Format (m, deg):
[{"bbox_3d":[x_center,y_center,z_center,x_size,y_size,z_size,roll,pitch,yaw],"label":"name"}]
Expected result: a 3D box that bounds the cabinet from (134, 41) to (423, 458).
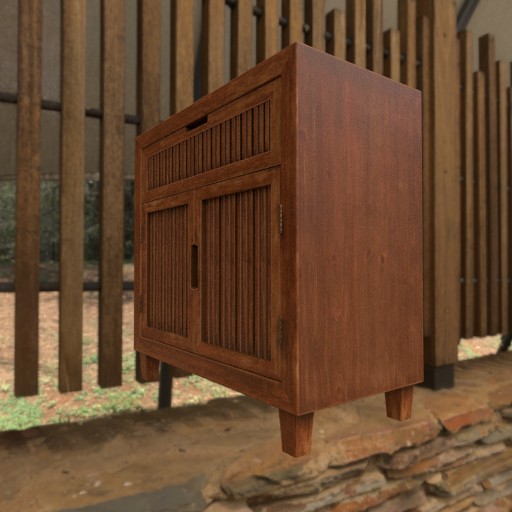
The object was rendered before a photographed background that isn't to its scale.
[{"bbox_3d":[0.000,0.000,1.257,0.412,0.785,0.796,1,-1,-37],"label":"cabinet"}]
